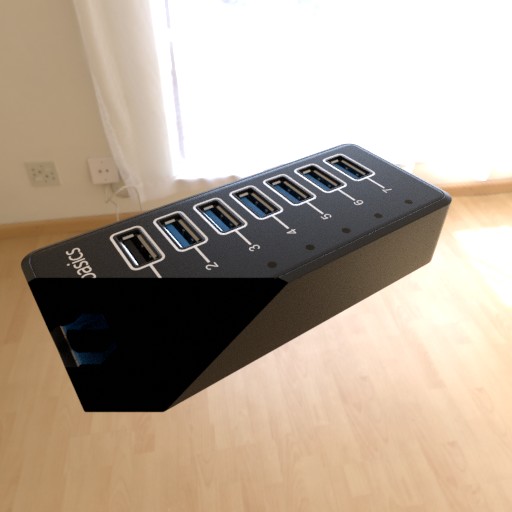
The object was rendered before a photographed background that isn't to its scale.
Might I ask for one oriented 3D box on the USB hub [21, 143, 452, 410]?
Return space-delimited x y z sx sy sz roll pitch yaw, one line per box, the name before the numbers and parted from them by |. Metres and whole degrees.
USB hub | 0.000 0.000 0.123 0.110 0.023 0.044 -24 46 -25
